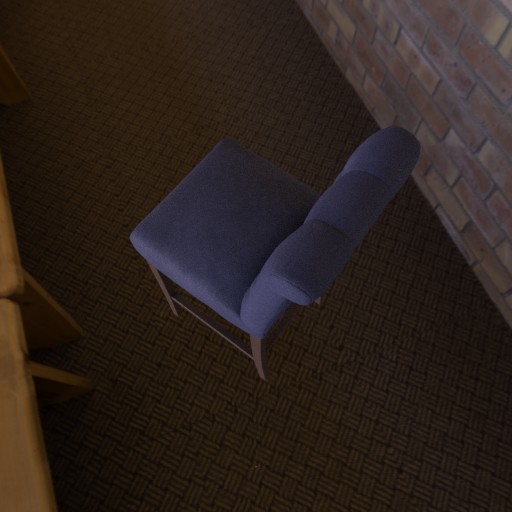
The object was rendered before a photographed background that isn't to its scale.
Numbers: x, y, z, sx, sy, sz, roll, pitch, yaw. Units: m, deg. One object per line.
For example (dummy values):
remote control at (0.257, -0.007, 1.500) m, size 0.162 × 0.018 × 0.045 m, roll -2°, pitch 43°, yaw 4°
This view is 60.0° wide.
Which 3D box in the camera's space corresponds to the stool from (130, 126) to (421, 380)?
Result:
stool at (0.000, 0.000, 1.457) m, size 0.601 × 1.140 × 0.493 m, roll 34°, pitch 69°, yaw 15°
